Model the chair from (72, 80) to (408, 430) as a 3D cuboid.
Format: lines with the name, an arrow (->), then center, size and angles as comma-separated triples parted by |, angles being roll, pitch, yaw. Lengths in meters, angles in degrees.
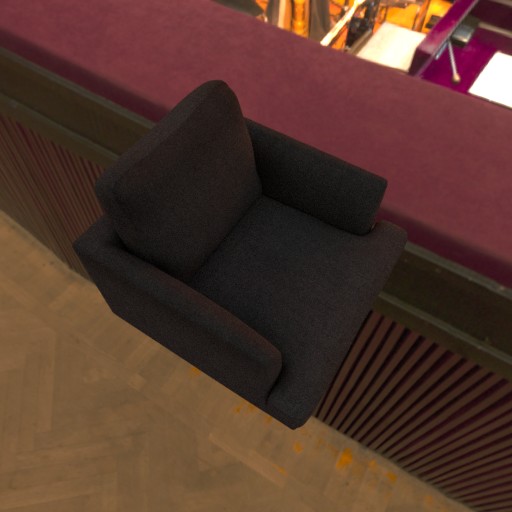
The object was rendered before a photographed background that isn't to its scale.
chair -> 0.000, 0.000, 1.649 | 0.899, 0.957, 0.858 | 28, 62, 17
